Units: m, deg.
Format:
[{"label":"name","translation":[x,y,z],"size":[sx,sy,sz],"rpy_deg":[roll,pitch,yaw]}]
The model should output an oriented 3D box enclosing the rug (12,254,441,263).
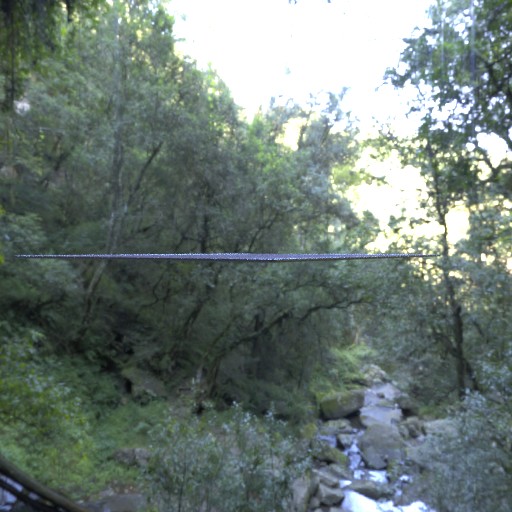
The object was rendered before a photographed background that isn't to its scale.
[{"label":"rug","translation":[0.000,0.000,3.996],"size":[2.447,0.017,3.123],"rpy_deg":[0,1,36]}]
